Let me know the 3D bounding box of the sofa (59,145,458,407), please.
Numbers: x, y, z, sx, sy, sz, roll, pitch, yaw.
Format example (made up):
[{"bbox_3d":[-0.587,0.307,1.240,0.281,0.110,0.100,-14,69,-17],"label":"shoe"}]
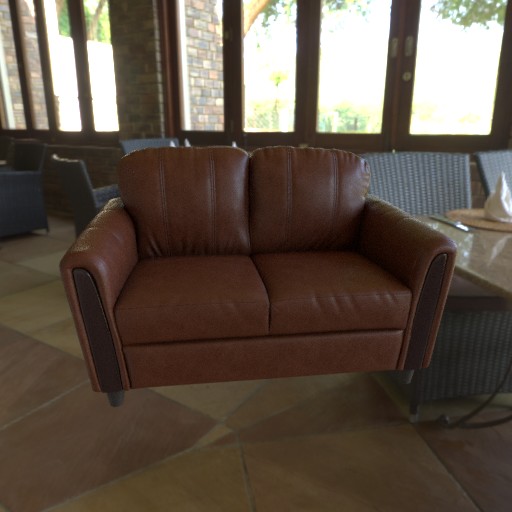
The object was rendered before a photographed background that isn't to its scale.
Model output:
[{"bbox_3d":[0.000,0.000,1.927,1.406,0.906,0.805,-2,17,-7],"label":"sofa"}]
